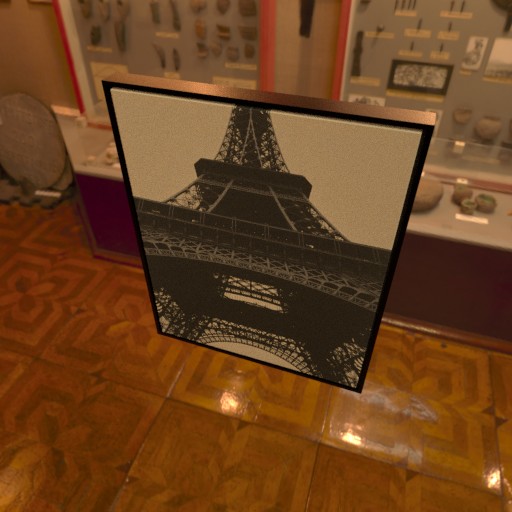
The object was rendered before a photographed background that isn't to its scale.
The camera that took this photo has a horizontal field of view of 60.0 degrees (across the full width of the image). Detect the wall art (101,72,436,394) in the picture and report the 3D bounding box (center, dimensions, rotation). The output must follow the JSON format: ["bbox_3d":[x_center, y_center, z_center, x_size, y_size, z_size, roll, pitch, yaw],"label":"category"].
[{"bbox_3d":[0.000,0.000,0.760,0.451,0.553,0.039,13,42,15],"label":"wall art"}]
